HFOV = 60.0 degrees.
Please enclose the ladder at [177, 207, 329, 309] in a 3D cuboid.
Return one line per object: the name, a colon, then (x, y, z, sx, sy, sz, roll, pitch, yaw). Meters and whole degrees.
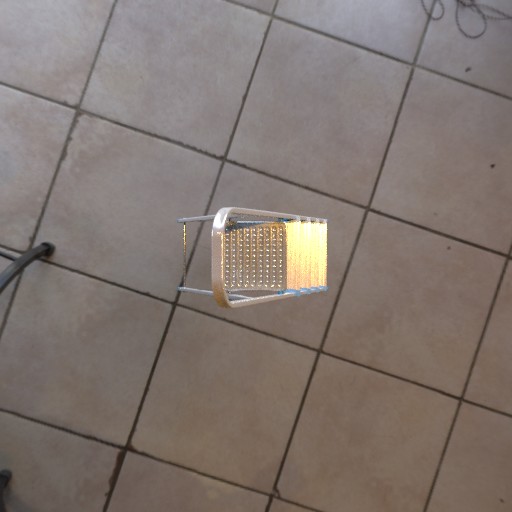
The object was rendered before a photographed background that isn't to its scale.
ladder: (0.000, 0.000, 2.080, 0.990, 1.648, 0.468, 0, 90, -1)
